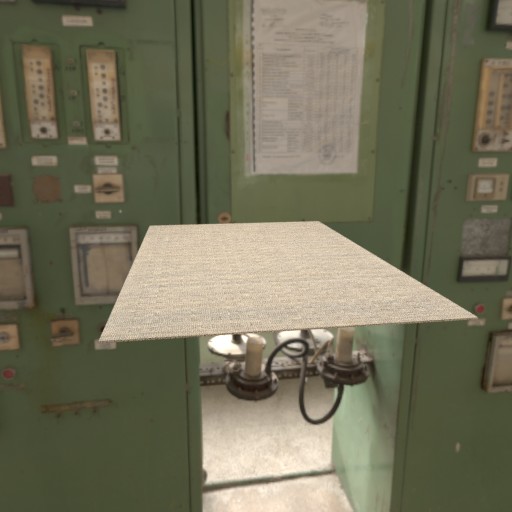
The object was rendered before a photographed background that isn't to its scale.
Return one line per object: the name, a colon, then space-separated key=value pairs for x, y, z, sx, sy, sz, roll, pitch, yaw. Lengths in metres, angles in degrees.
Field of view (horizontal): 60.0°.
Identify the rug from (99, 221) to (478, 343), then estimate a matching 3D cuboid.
rug: x=0.000 y=0.000 z=2.143 sx=1.142 sy=0.006 sz=1.752 roll=-2 pitch=15 yaw=-8
